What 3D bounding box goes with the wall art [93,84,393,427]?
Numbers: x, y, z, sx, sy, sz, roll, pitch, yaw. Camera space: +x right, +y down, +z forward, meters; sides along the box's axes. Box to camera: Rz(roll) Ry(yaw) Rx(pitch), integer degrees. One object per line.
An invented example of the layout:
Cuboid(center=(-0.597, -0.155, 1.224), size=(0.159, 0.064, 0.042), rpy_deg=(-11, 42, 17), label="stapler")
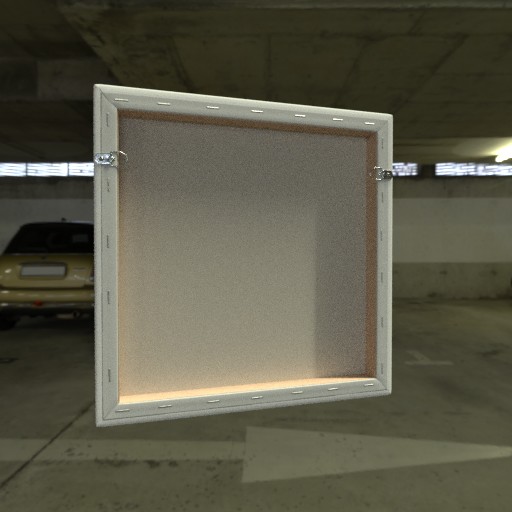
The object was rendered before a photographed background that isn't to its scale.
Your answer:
Cuboid(center=(0.000, 0.000, 0.740), size=(0.507, 0.508, 0.038), rpy_deg=(0, 1, -17), label="wall art")
